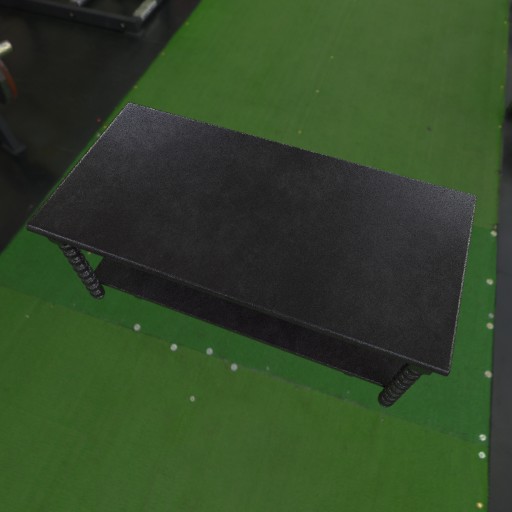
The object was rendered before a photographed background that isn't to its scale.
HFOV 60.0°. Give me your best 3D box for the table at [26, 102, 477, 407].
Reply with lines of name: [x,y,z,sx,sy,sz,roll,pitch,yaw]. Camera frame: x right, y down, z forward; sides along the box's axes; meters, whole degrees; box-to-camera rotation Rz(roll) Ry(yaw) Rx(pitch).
table: [0.000,0.000,1.470,1.171,0.487,0.580,18,59,11]
